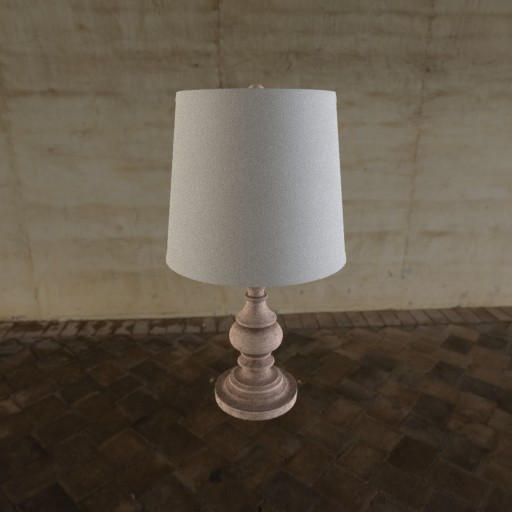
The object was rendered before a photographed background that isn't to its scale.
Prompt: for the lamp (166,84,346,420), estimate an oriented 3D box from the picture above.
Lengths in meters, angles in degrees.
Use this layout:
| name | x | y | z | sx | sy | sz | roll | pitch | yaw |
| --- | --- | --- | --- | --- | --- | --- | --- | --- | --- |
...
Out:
| name | x | y | z | sx | sy | sz | roll | pitch | yaw |
| --- | --- | --- | --- | --- | --- | --- | --- | --- | --- |
| lamp | 0.000 | 0.000 | 0.685 | 0.273 | 0.497 | 0.273 | 0 | 18 | 0 |
